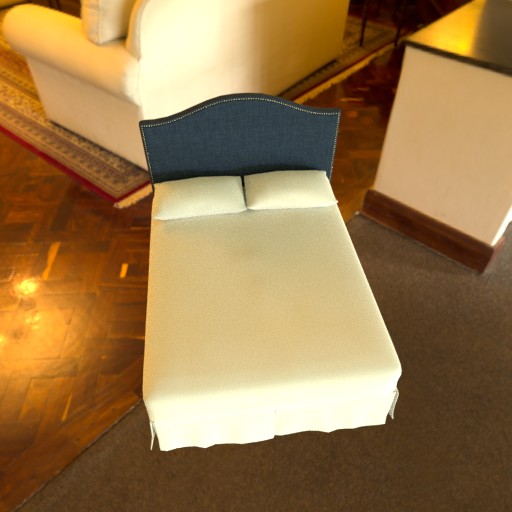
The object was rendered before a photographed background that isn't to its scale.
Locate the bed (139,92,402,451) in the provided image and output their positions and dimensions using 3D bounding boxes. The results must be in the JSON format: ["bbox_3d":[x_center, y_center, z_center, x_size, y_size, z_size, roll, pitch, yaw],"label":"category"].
[{"bbox_3d":[0.000,0.000,3.279,1.713,1.518,2.153,-5,46,-5],"label":"bed"}]
